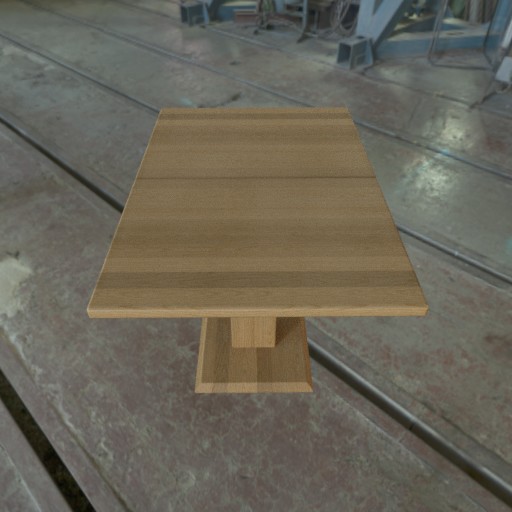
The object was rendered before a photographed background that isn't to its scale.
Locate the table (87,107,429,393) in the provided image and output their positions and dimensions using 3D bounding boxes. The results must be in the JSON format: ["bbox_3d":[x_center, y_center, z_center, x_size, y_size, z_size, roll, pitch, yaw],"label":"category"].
[{"bbox_3d":[0.000,0.000,1.895,0.900,0.770,1.300,0,41,0],"label":"table"}]
